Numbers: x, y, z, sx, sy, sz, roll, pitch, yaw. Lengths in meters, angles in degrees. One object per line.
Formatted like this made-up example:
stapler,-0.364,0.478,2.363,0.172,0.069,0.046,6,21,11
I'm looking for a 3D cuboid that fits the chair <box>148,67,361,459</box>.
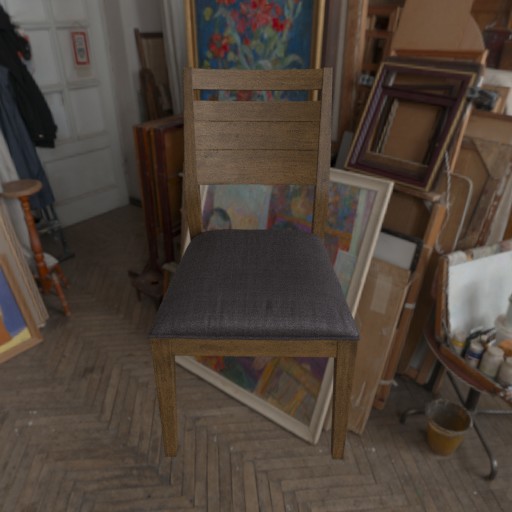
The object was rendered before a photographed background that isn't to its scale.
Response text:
chair,0.000,0.000,1.262,0.501,0.939,0.610,0,29,1
